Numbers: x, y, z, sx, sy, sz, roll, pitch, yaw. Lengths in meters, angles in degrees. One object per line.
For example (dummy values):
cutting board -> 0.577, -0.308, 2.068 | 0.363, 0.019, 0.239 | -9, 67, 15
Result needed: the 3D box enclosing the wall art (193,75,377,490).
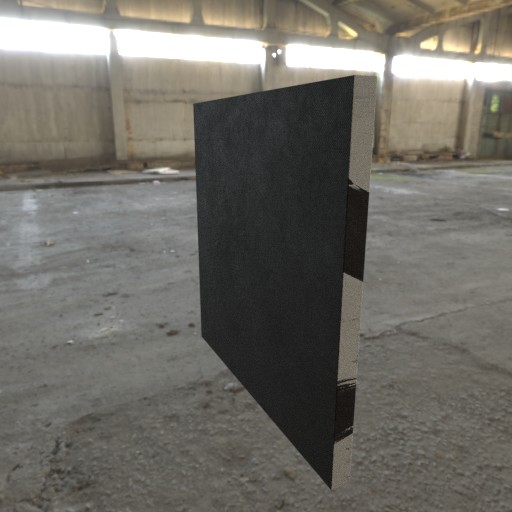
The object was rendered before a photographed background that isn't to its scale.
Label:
wall art -> 0.000, 0.000, 1.112 | 0.046, 0.765, 0.765 | -8, 17, -25
